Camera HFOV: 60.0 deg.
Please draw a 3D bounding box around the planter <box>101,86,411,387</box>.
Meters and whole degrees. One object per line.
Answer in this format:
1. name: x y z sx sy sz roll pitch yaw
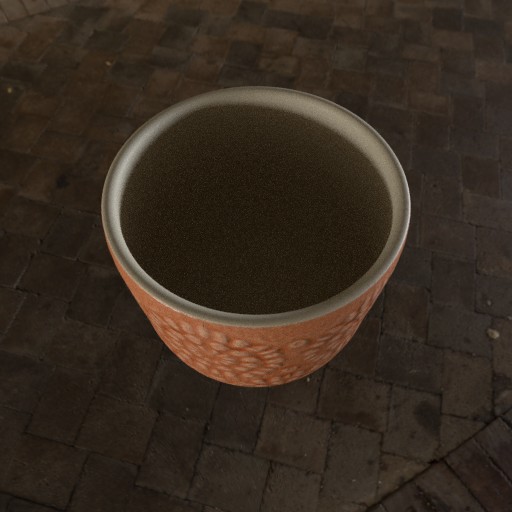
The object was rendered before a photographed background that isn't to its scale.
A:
1. planter: 0.000 0.000 0.223 0.124 0.109 0.124 0 58 0
